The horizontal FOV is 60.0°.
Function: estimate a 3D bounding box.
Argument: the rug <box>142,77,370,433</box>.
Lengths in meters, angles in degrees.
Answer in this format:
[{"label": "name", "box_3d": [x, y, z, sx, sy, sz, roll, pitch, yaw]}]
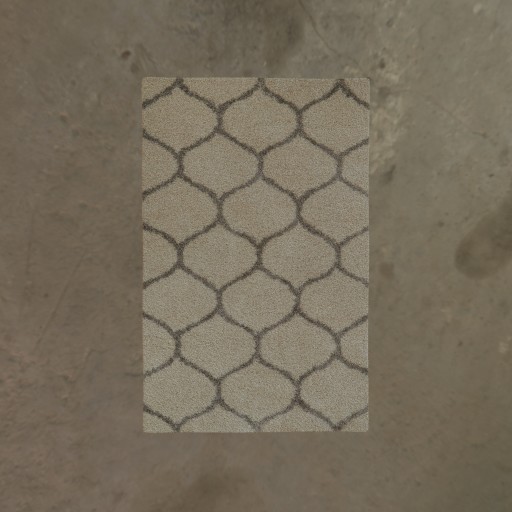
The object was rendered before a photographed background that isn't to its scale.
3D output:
[{"label": "rug", "box_3d": [0.000, 0.000, 2.940, 1.501, 0.024, 2.348, 0, 91, -1]}]
